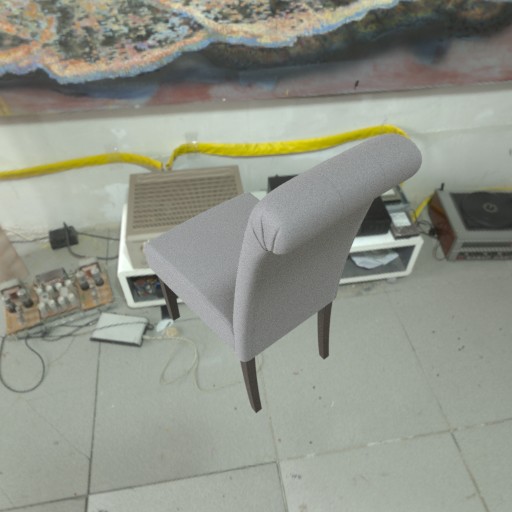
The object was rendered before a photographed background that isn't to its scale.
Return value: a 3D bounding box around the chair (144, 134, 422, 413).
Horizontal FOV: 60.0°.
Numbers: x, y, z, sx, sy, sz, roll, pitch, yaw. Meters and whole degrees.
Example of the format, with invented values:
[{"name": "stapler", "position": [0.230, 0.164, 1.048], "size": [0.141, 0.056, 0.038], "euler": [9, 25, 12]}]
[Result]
[{"name": "chair", "position": [0.000, 0.000, 1.378], "size": [0.456, 1.006, 0.671], "euler": [-31, 55, -25]}]
